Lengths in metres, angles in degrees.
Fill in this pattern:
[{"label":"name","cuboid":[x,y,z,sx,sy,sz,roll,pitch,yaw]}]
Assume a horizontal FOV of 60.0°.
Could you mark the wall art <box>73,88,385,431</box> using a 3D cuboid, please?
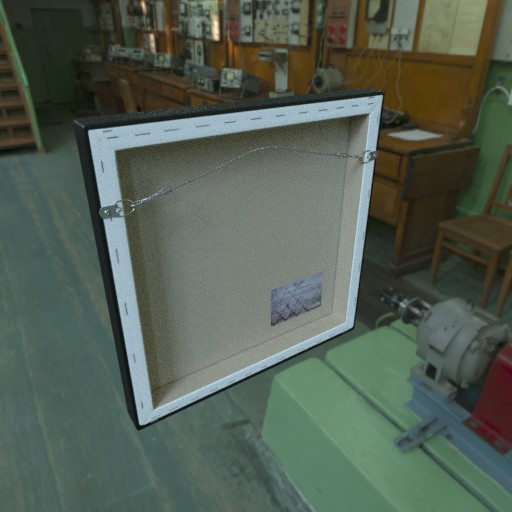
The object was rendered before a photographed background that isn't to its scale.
[{"label":"wall art","cuboid":[0.000,0.000,0.614,0.406,0.407,0.041,-17,33,-29]}]
